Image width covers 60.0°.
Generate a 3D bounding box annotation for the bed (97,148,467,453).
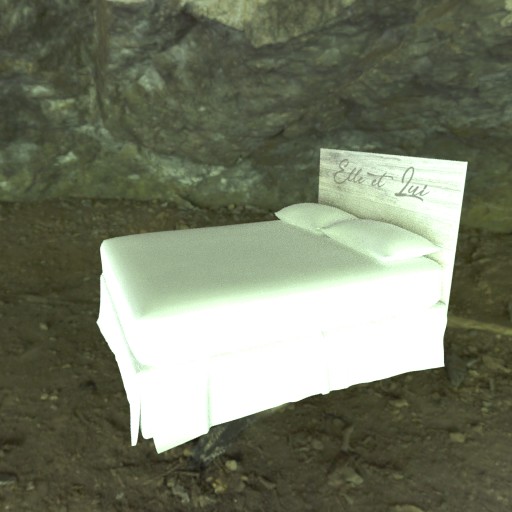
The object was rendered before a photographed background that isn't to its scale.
[{"bbox_3d":[0.000,0.000,3.099,2.094,1.335,1.745,-7,18,-23],"label":"bed"}]
